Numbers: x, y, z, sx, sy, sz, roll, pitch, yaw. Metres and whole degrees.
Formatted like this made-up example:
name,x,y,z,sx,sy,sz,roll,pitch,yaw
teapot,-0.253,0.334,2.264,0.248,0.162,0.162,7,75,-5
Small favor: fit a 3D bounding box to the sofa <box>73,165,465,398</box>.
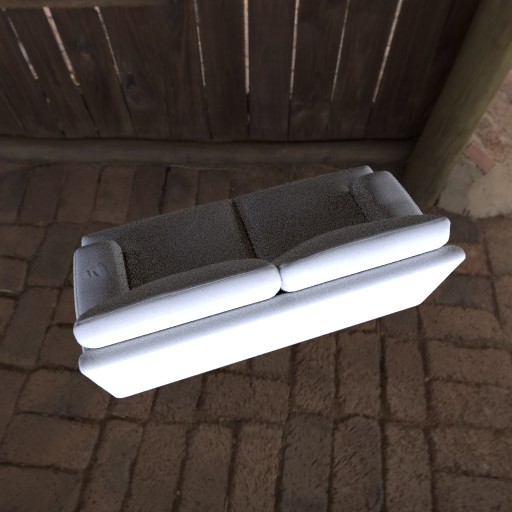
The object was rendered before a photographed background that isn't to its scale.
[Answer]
name,x,y,z,sx,sy,sz,roll,pitch,yaw
sofa,0.000,0.000,2.882,2.261,0.940,1.143,-15,58,-10
